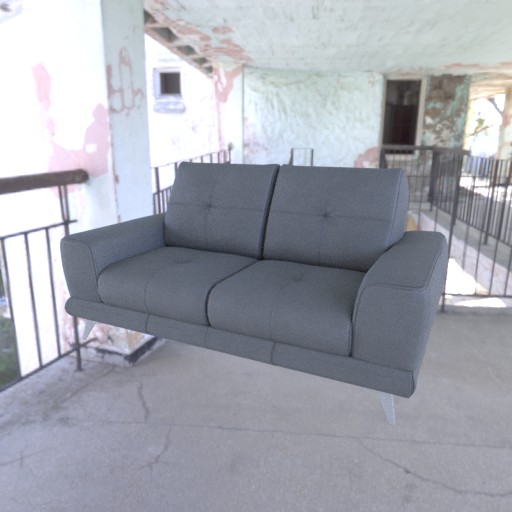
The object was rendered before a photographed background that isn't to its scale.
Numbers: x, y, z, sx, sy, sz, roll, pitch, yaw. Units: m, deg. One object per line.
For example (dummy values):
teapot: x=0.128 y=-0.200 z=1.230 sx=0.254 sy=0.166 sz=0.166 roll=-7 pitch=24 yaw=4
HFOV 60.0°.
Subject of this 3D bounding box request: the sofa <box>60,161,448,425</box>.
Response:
sofa: x=0.000 y=0.000 z=2.307 sx=1.806 sy=0.907 sz=1.018 roll=7 pitch=17 yaw=25
